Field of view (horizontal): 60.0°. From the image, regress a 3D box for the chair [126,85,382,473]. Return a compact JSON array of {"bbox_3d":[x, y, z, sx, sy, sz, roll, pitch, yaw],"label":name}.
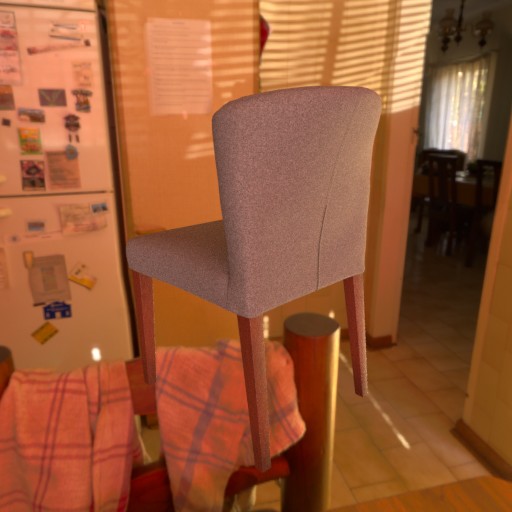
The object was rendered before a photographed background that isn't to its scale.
[{"bbox_3d":[0.000,0.000,1.207,0.491,0.839,0.592,-16,23,-42],"label":"chair"}]
